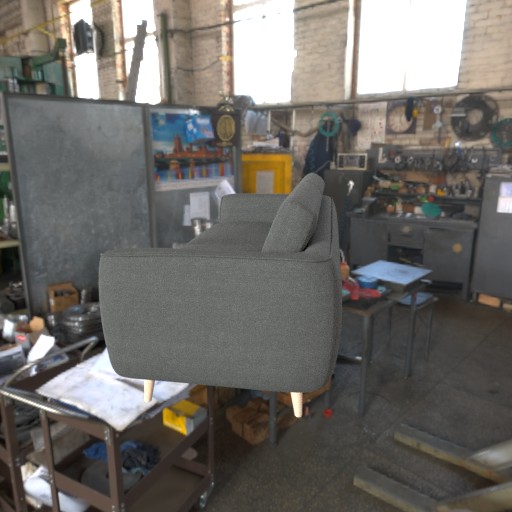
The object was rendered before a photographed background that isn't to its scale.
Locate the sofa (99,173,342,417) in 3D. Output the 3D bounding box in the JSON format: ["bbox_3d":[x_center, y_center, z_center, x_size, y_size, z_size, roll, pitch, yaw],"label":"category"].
[{"bbox_3d":[0.000,0.000,2.489,0.920,0.850,2.000,2,14,9],"label":"sofa"}]
